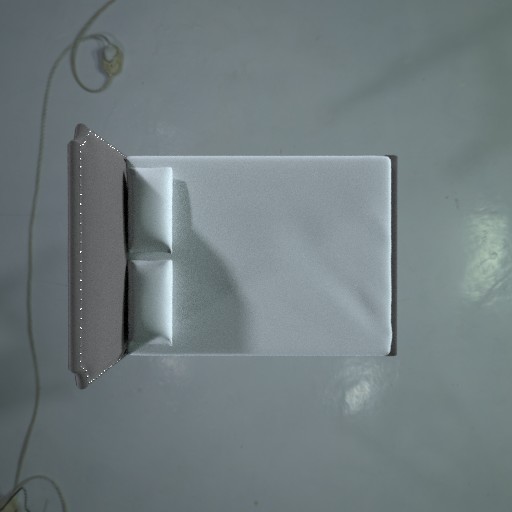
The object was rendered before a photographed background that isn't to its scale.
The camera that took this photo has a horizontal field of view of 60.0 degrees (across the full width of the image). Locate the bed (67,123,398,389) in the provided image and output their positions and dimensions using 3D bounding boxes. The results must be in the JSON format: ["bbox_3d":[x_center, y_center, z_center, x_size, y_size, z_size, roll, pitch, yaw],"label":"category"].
[{"bbox_3d":[0.000,0.000,3.438,2.372,1.443,1.713,0,90,0],"label":"bed"}]
